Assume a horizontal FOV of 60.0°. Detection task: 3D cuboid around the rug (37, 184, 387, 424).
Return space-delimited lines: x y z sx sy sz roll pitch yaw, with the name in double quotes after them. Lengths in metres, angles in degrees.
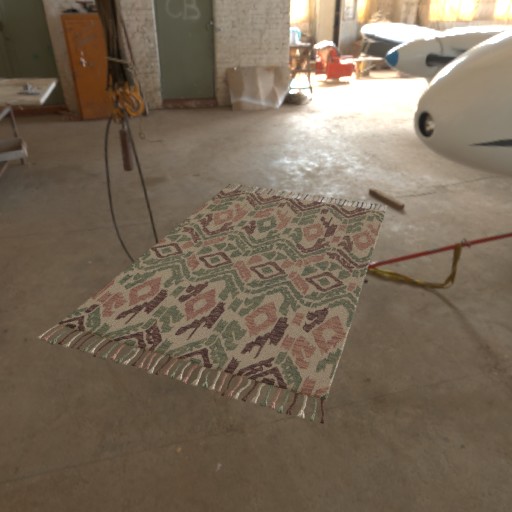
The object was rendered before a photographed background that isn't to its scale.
0.000 0.000 3.046 1.524 0.011 2.438 11 32 18 "rug"
